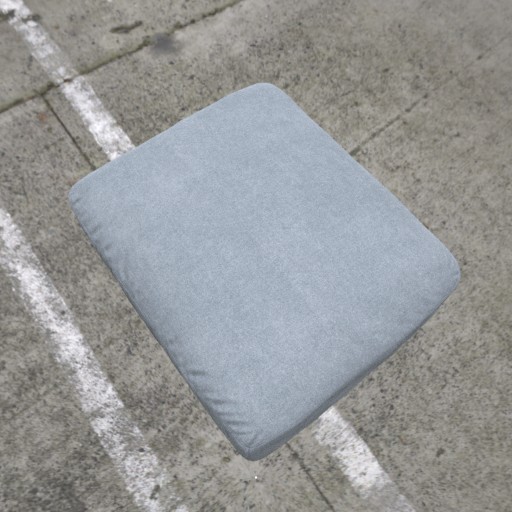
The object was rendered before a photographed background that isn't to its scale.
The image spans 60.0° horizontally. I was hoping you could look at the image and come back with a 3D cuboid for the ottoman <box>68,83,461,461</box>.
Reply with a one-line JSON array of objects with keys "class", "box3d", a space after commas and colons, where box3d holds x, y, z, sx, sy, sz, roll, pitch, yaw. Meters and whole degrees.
[{"class": "ottoman", "box3d": [0.000, 0.000, 1.213, 0.683, 0.481, 0.837, -34, 68, -16]}]
